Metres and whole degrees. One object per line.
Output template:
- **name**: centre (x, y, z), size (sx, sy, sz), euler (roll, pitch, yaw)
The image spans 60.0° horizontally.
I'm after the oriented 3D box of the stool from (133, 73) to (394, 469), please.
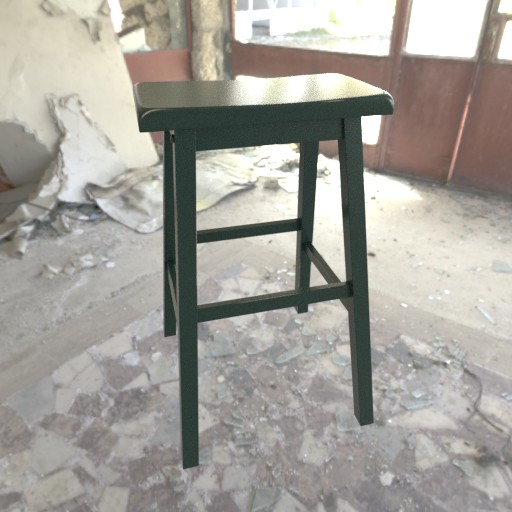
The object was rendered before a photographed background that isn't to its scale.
- **stool**: centre (0.000, 0.000, 1.020), size (0.457, 0.737, 0.476), euler (-8, 32, -13)
